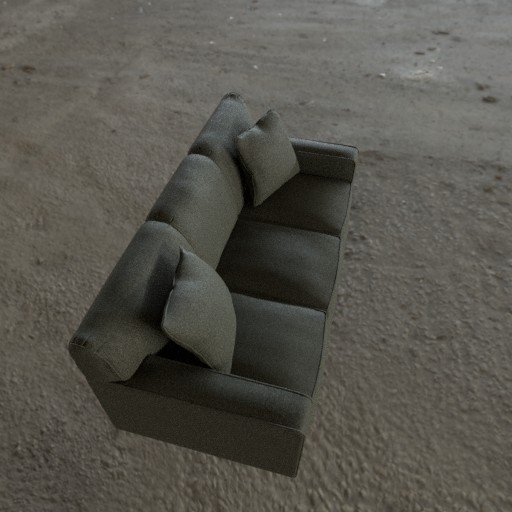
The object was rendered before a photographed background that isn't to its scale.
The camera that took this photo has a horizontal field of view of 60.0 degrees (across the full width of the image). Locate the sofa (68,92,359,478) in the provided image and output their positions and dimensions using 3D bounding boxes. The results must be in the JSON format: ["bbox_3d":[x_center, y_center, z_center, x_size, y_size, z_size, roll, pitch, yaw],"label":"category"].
[{"bbox_3d":[0.000,0.000,2.557,0.997,0.958,2.024,11,48,10],"label":"sofa"}]
